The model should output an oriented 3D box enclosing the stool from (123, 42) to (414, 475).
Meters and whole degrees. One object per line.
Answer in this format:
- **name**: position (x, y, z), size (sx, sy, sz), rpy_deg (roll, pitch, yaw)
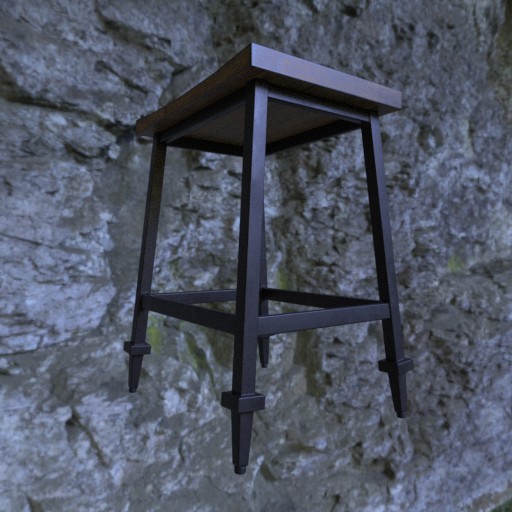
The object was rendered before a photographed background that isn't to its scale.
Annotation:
- **stool**: position (0.000, 0.000, 0.934), size (0.405, 0.625, 0.486), rpy_deg (0, 1, -35)
